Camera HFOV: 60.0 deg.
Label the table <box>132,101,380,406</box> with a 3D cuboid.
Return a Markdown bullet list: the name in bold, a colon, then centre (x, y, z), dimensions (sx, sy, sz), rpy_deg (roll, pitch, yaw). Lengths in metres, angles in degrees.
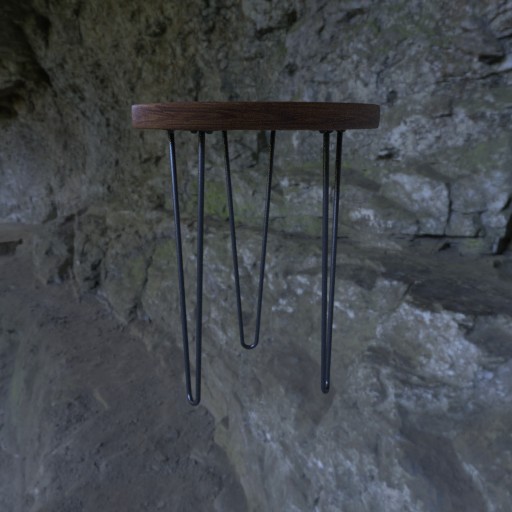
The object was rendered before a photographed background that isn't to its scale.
- **table**: centre (0.000, 0.000, 0.811), dimensions (0.400, 0.520, 0.400), rpy_deg (0, 17, 0)
